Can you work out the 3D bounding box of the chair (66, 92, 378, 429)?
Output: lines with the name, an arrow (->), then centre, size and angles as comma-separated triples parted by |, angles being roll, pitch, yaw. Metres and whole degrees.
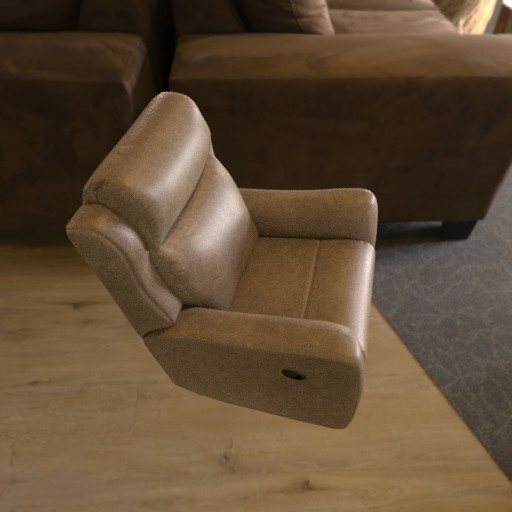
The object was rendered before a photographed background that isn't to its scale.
chair -> 0.000, 0.000, 1.920 | 1.068, 1.116, 0.965 | 10, 48, 9
